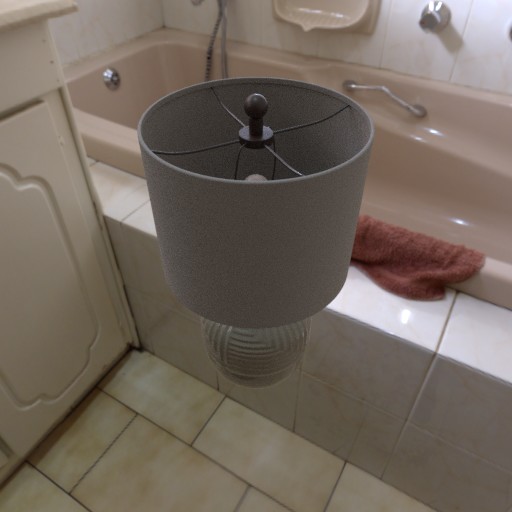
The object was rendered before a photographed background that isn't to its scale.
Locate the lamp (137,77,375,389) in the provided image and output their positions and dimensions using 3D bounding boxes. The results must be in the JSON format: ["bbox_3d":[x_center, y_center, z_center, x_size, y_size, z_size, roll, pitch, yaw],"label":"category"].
[{"bbox_3d":[0.000,0.000,0.770,0.318,0.567,0.318,0,42,0],"label":"lamp"}]
